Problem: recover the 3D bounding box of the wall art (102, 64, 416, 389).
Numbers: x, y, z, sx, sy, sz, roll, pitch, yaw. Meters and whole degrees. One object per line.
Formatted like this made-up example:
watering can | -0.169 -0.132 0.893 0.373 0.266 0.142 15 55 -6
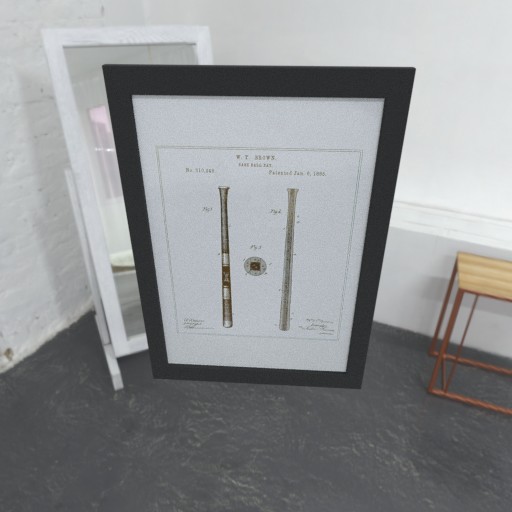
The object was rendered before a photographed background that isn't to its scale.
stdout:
wall art | 0.000 0.000 0.665 0.374 0.529 0.012 2 31 3
